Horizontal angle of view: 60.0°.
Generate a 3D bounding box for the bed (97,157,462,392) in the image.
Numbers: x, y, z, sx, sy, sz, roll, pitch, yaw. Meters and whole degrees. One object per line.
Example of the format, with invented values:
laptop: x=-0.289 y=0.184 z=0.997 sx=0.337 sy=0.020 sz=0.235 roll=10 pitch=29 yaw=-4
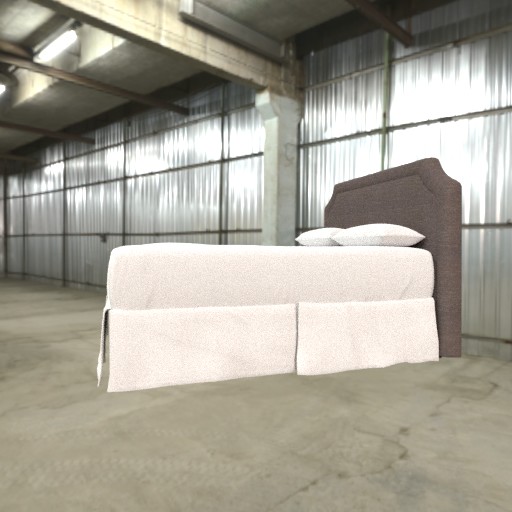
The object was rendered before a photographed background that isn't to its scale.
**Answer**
bed: x=0.000 y=0.000 z=3.169 sx=2.116 sy=1.290 sz=1.693 roll=0 pitch=1 yaw=-17
